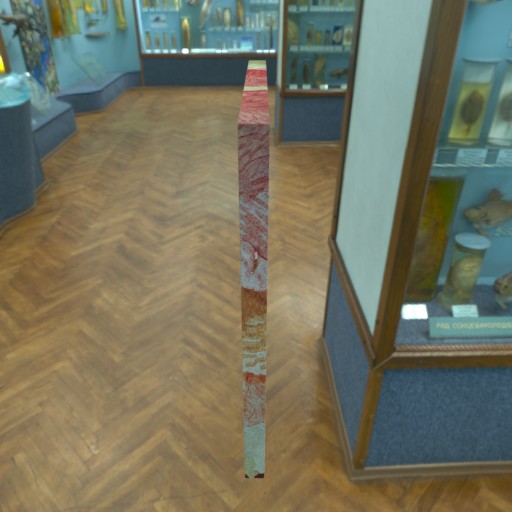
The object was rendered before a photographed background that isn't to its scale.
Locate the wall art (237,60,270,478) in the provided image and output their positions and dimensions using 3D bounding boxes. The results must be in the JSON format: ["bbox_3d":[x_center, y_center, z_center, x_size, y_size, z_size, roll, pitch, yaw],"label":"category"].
[{"bbox_3d":[0.000,0.000,0.686,0.028,0.508,0.406,0,31,1],"label":"wall art"}]
